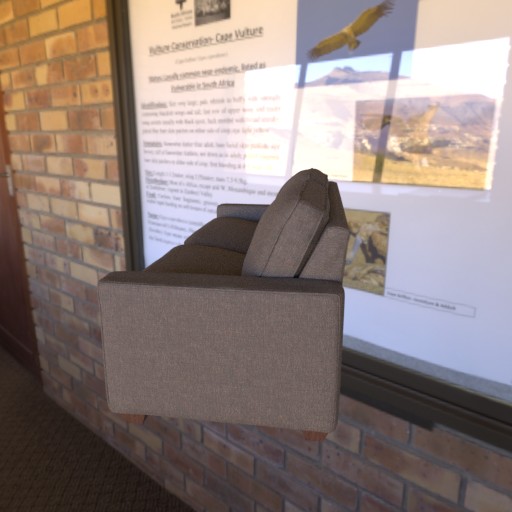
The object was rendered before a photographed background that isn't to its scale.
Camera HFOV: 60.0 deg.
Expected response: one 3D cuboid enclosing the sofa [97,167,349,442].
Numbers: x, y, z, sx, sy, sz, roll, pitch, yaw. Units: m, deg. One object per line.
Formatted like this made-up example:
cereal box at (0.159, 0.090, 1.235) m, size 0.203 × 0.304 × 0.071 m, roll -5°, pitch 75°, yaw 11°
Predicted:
sofa at (0.000, 0.000, 2.571) m, size 0.940 × 0.919 × 2.080 m, roll 2°, pitch 15°, yaw 8°
